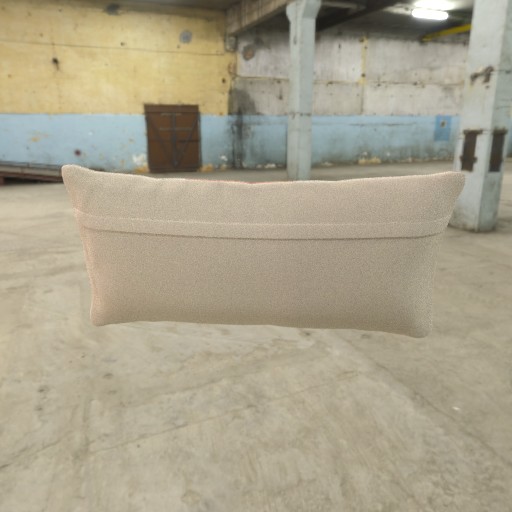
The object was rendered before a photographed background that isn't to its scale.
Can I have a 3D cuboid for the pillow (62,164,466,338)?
[{"bbox_3d":[0.000,0.000,0.724,0.609,0.292,0.155,2,16,6],"label":"pillow"}]
